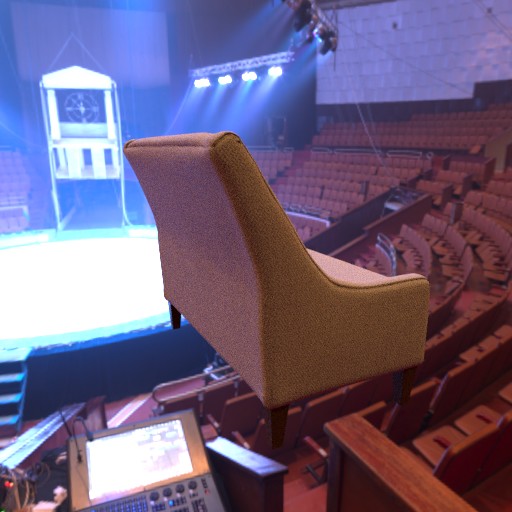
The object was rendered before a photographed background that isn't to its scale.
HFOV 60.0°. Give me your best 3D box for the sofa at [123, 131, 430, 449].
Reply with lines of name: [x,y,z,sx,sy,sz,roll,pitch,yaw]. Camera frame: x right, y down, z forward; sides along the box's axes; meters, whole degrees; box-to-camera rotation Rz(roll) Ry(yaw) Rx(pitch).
sofa: [0.000,0.000,1.962,0.870,1.022,1.242,-7,15,-26]
